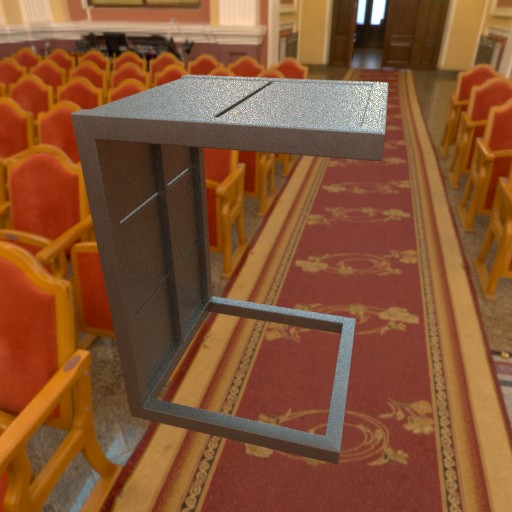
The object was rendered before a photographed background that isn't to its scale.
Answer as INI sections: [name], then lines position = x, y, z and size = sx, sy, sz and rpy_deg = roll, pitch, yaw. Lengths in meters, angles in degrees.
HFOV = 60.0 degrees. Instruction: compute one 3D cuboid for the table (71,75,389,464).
[table]
position = 0.000, 0.000, 0.881
size = 0.420, 0.609, 0.405
rpy_deg = 8, 30, 13
